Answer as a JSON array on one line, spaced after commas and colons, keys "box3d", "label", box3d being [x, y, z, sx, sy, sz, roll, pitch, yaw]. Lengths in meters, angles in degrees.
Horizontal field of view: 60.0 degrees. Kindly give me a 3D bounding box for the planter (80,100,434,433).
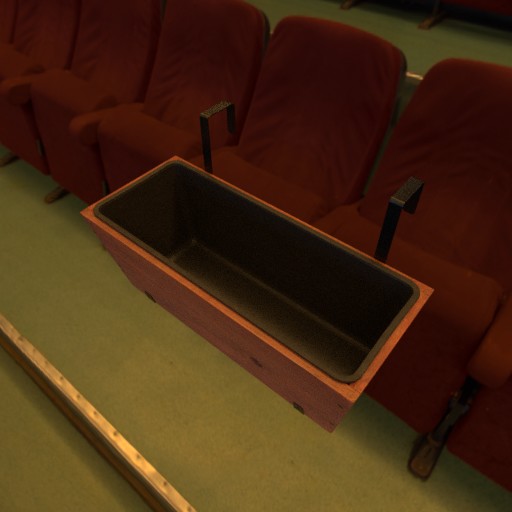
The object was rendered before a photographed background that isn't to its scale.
[{"box3d": [0.000, 0.000, 0.667, 0.480, 0.289, 0.262, 31, 53, 26], "label": "planter"}]
